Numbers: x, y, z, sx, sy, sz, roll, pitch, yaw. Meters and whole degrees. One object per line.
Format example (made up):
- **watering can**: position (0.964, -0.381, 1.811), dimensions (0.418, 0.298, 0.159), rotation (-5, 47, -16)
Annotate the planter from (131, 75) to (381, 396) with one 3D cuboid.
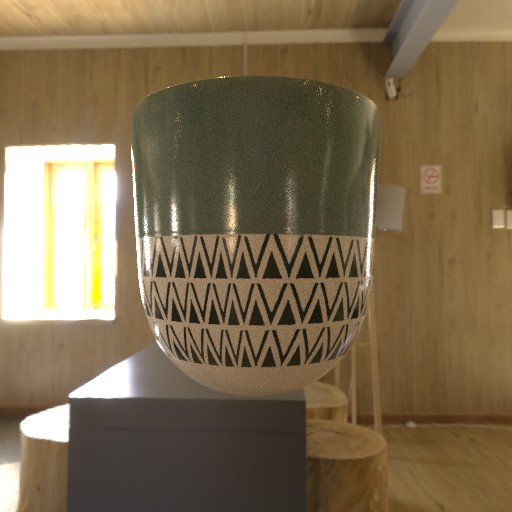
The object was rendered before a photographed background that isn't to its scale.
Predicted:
- **planter**: position (0.000, 0.000, 0.362), dimensions (0.198, 0.214, 0.198), rotation (0, -1, 0)
